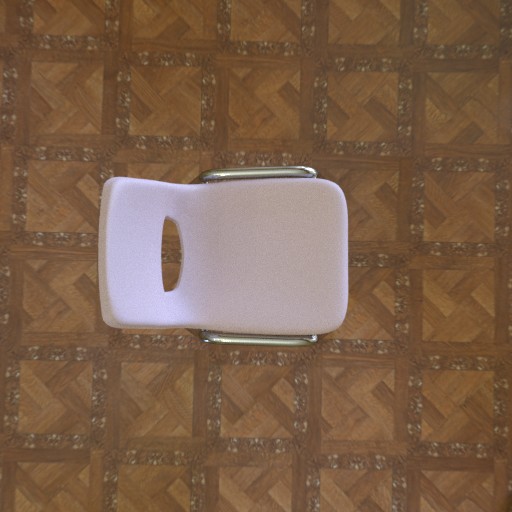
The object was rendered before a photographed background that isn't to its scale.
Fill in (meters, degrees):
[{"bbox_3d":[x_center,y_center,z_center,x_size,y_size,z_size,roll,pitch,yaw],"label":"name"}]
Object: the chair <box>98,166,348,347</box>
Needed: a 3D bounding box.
[{"bbox_3d":[0.000,0.000,0.851,0.423,0.586,0.354,0,89,0],"label":"chair"}]
